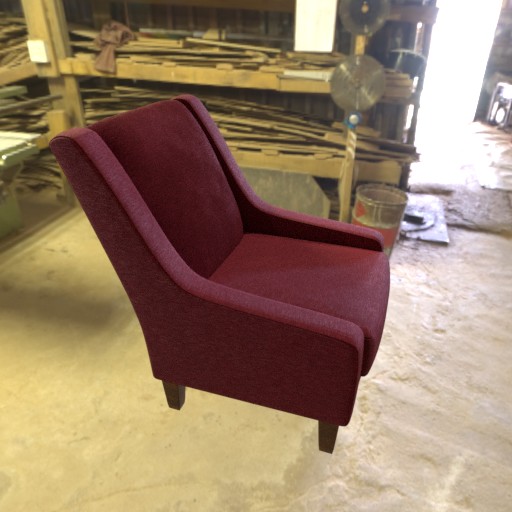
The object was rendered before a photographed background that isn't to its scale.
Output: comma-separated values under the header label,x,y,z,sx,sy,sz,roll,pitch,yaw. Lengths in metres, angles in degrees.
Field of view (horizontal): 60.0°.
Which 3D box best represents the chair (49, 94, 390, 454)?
label,x,y,z,sx,sy,sz,roll,pitch,yaw
chair,0.000,0.000,1.655,0.985,1.017,0.793,9,30,17
